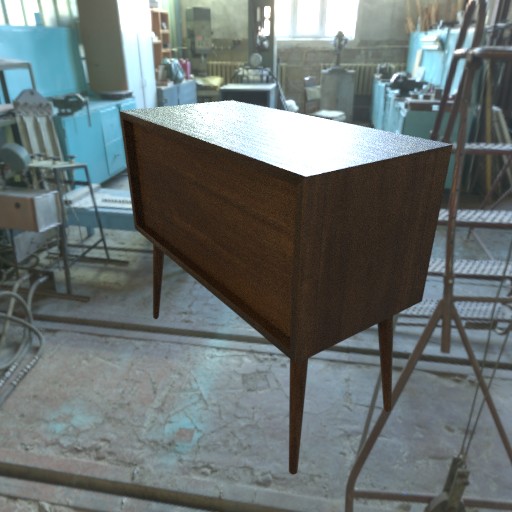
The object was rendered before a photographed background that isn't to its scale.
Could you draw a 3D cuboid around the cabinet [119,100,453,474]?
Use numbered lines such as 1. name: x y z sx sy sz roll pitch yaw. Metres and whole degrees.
1. cabinet: 0.000 0.000 1.132 0.354 0.654 0.743 -18 31 -31
